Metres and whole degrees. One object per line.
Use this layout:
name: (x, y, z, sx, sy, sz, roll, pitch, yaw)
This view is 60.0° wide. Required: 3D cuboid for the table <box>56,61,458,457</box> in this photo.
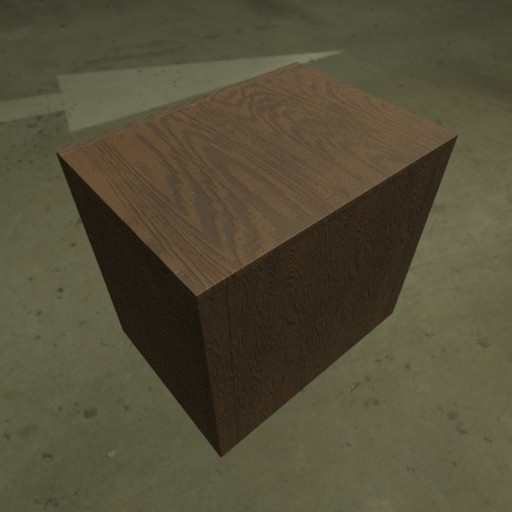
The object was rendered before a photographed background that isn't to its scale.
table: (0.000, 0.000, 0.976, 0.560, 0.585, 0.439, -31, 54, -27)
